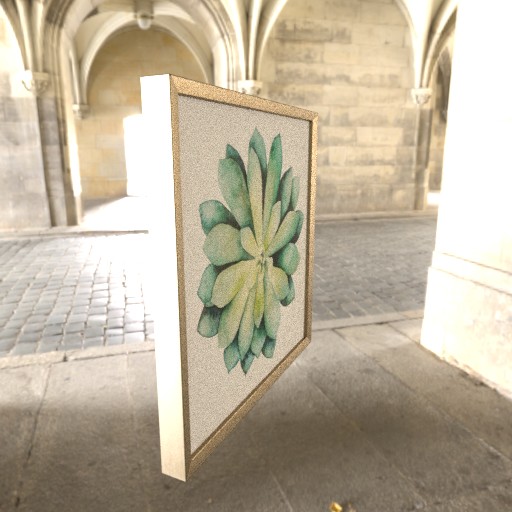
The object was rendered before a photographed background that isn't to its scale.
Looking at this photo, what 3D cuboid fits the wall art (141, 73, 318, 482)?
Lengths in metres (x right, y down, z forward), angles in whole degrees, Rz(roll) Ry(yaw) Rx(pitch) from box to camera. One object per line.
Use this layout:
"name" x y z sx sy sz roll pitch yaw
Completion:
"wall art" 0.000 0.000 0.757 0.040 0.506 0.503 6 14 25
